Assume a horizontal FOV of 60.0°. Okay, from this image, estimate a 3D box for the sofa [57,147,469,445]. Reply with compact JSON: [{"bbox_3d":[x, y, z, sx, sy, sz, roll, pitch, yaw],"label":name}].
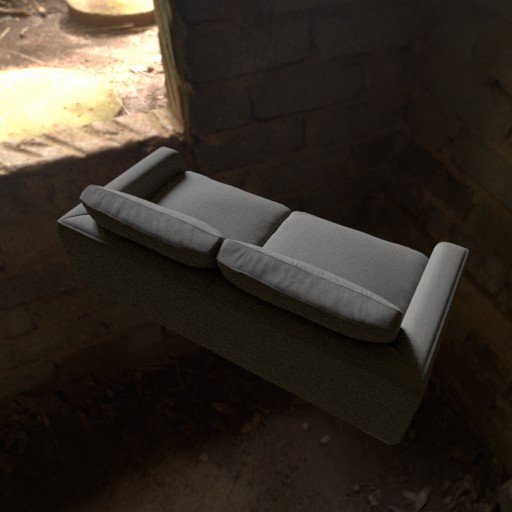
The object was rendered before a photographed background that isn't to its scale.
[{"bbox_3d":[0.000,0.000,2.710,2.262,0.801,1.070,22,49,21],"label":"sofa"}]
